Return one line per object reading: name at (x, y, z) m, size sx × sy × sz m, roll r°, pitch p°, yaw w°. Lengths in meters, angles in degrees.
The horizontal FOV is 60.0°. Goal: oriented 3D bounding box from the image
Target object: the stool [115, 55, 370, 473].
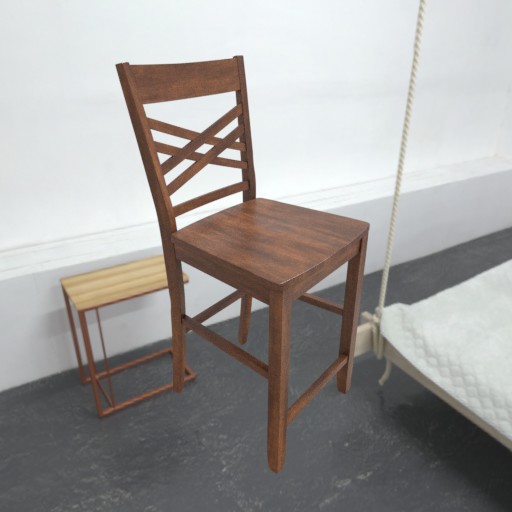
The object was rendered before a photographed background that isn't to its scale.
stool at (0.000, 0.000, 1.341) m, size 0.539 × 1.079 × 0.462 m, roll 20°, pitch 33°, yaw 34°
